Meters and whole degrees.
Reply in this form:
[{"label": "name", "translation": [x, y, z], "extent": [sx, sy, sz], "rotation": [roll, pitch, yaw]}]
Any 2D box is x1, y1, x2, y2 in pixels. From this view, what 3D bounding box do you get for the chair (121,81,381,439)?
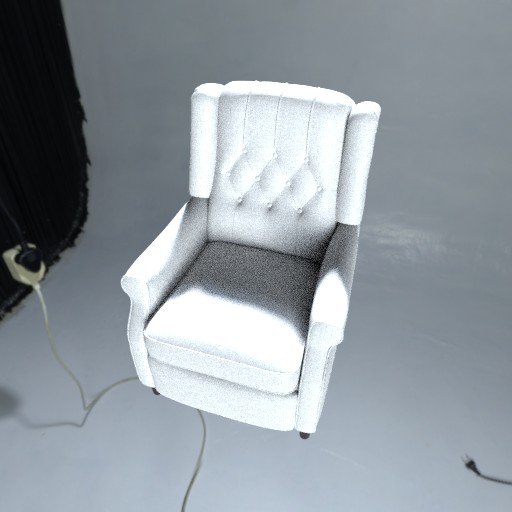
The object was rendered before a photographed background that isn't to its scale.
[{"label": "chair", "translation": [0.000, 0.000, 1.646], "extent": [0.742, 1.035, 0.902], "rotation": [12, 42, 13]}]
